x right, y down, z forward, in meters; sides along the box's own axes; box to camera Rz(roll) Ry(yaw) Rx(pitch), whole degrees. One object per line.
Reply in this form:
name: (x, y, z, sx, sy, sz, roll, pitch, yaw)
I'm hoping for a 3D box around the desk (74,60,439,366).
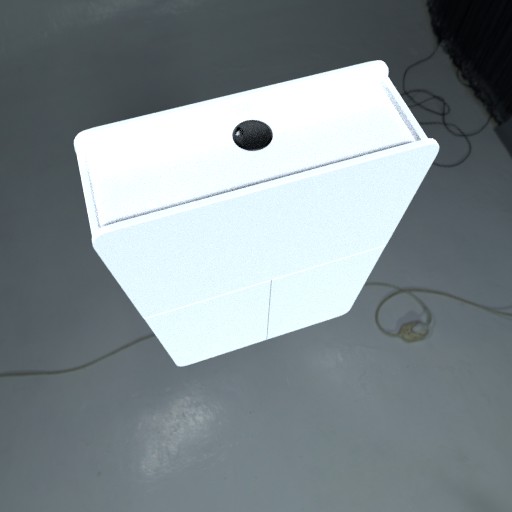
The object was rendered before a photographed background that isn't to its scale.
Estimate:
desk: (0.000, 0.000, 1.515, 0.795, 1.190, 0.278, -16, 65, -8)
